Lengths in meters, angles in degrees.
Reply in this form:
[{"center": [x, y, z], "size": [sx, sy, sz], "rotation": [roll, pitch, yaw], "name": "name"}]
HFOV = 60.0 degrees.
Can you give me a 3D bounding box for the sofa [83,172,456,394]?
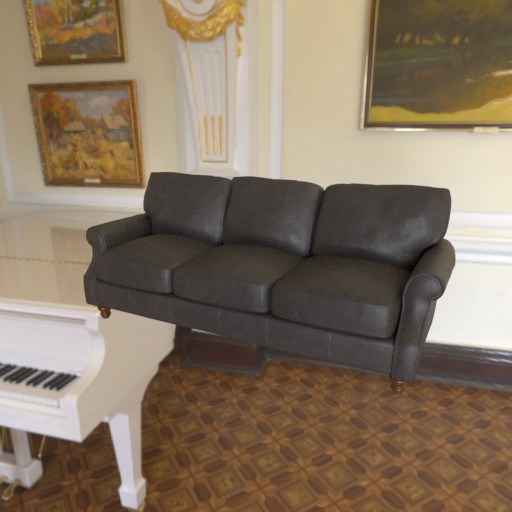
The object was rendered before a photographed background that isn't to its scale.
[{"center": [0.000, 0.000, 2.930], "size": [2.387, 0.977, 0.974], "rotation": [8, 18, 26], "name": "sofa"}]
